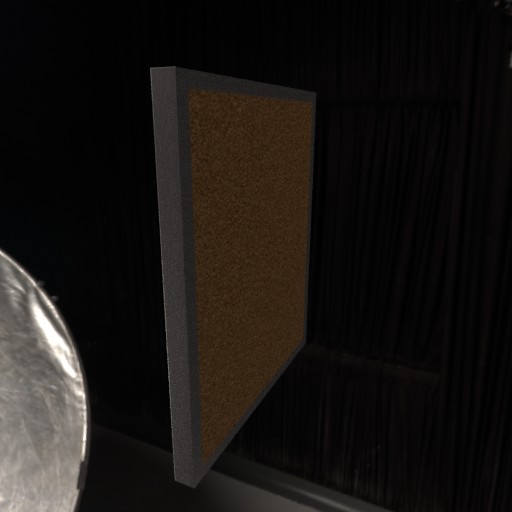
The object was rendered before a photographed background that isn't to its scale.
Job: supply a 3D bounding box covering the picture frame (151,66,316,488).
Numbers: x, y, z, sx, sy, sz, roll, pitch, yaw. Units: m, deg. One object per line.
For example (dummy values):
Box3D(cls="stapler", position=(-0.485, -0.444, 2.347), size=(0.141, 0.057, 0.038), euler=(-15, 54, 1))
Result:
Box3D(cls="picture frame", position=(0.000, 0.000, 0.521), size=(0.027, 0.378, 0.327), euler=(8, 19, 24))
